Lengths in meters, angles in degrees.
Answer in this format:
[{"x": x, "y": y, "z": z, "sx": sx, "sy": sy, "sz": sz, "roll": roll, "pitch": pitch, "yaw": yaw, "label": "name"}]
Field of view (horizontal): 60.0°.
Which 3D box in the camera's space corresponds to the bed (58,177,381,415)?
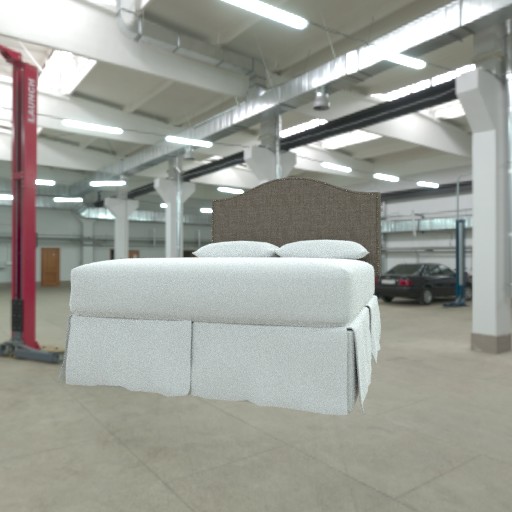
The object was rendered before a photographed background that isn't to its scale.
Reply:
[{"x": 0.000, "y": 0.000, "z": 3.254, "sx": 1.713, "sy": 1.518, "sz": 2.153, "roll": 0, "pitch": -1, "yaw": 18, "label": "bed"}]
